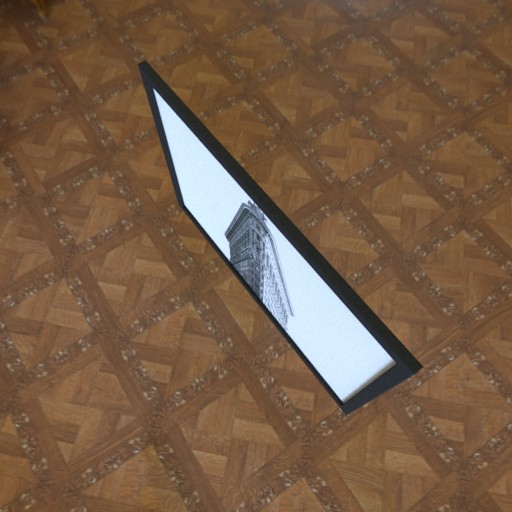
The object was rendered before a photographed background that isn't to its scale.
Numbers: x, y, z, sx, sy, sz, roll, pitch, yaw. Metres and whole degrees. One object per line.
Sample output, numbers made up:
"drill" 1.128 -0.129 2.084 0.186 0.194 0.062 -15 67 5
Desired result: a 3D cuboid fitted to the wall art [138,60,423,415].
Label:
"wall art" 0.000 0.000 1.251 0.049 0.659 0.964 -33 69 -15
